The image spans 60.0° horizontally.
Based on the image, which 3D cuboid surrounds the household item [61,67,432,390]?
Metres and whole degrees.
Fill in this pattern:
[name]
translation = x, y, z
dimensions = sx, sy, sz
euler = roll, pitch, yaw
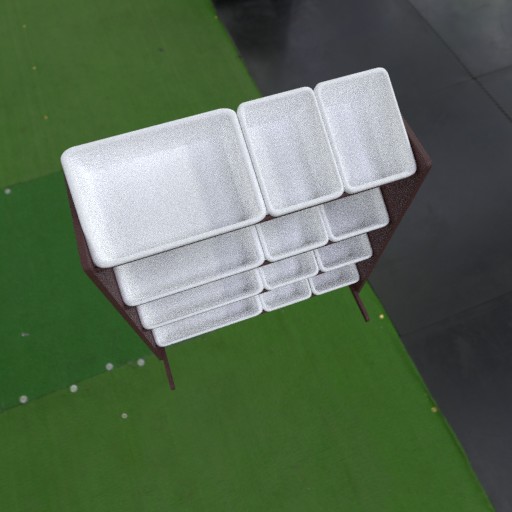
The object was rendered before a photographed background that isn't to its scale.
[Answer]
[household item]
translation = 0.000, 0.000, 1.286
dimensions = 0.787, 0.864, 0.389
euler = -17, 65, -8
